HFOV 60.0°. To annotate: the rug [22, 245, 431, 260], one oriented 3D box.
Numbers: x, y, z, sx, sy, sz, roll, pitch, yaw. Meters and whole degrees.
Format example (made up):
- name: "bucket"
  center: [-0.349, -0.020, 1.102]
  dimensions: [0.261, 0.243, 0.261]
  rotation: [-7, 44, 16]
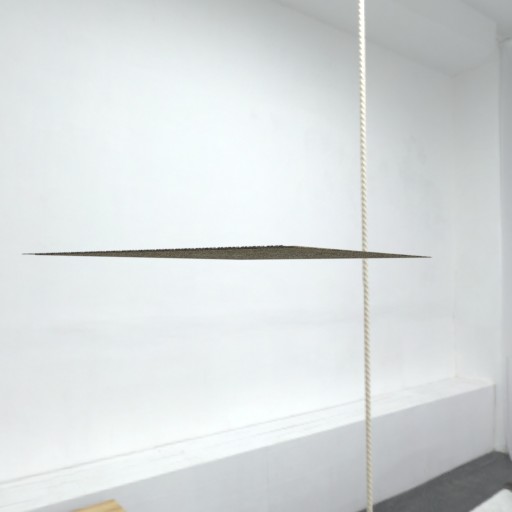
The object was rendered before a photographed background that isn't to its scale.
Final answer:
- name: "rug"
  center: [0.000, 0.000, 4.099]
  dimensions: [2.437, 0.010, 3.056]
  rotation: [-1, -2, 35]
